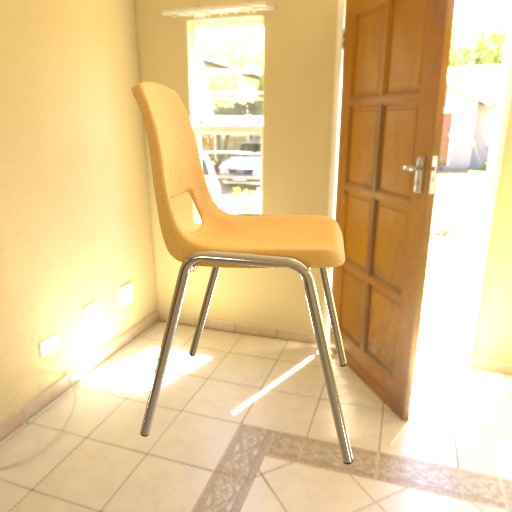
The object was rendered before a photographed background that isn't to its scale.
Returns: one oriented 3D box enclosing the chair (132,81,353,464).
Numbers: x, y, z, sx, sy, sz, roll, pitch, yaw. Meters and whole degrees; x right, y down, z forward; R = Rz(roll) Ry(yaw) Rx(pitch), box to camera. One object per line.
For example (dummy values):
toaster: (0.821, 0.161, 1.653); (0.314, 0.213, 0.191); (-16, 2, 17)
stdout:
chair: (0.000, 0.000, 0.956); (0.436, 0.704, 0.381); (3, 17, 9)
